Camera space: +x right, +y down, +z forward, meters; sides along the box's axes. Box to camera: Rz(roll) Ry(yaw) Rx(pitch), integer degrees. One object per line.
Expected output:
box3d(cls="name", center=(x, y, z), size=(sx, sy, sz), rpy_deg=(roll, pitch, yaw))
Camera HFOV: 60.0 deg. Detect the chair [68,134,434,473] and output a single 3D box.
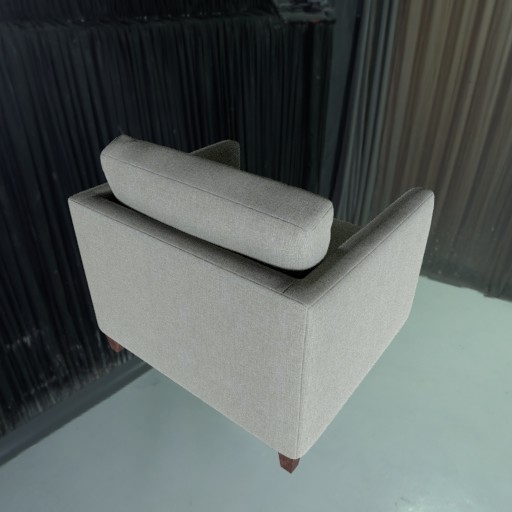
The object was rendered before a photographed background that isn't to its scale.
box3d(cls="chair", center=(0.000, 0.000, 1.824), size=(1.107, 0.963, 0.959), rpy_deg=(22, 38, 32))
